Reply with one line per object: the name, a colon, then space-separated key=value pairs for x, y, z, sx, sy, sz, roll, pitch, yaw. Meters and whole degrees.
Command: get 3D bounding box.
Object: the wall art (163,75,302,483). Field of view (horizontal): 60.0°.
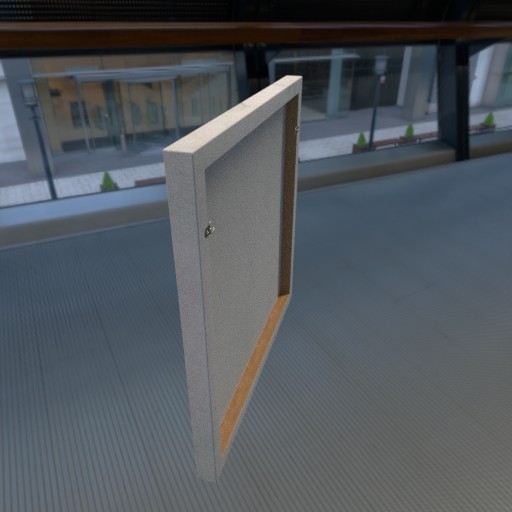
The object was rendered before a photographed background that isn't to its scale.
wall art: x=0.000 y=0.000 z=0.909 sx=0.040 sy=0.612 sz=0.612 roll=9 pitch=31 yaw=15
